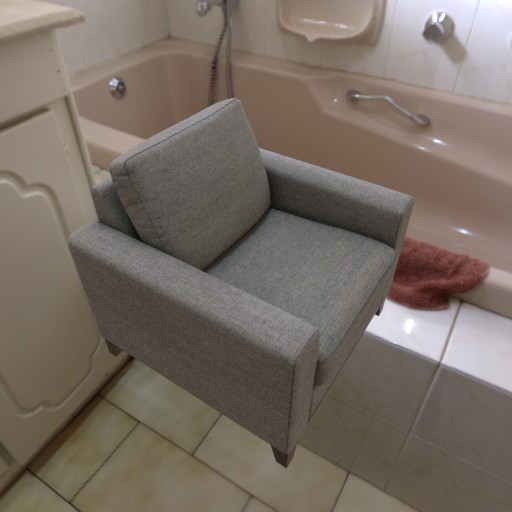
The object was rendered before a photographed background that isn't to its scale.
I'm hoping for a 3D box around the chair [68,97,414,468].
[{"bbox_3d":[0.000,0.000,1.885,1.038,1.010,1.024,24,46,25],"label":"chair"}]
